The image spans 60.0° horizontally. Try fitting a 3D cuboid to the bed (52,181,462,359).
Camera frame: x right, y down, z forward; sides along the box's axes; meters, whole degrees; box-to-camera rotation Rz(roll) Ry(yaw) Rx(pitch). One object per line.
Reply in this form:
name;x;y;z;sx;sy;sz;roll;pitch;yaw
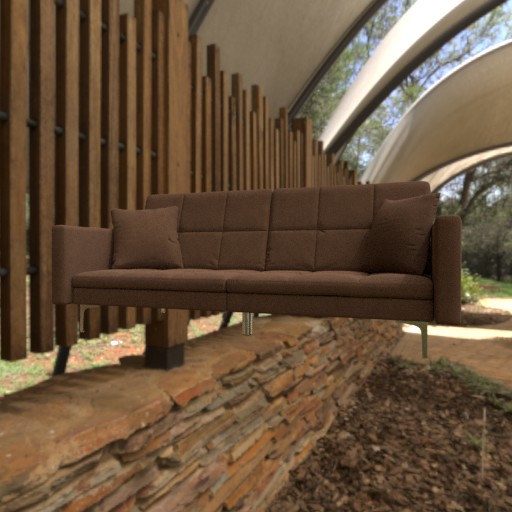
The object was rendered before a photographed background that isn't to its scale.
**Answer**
bed;0.000;0.000;2.339;1.905;0.787;0.889;0;1;20
